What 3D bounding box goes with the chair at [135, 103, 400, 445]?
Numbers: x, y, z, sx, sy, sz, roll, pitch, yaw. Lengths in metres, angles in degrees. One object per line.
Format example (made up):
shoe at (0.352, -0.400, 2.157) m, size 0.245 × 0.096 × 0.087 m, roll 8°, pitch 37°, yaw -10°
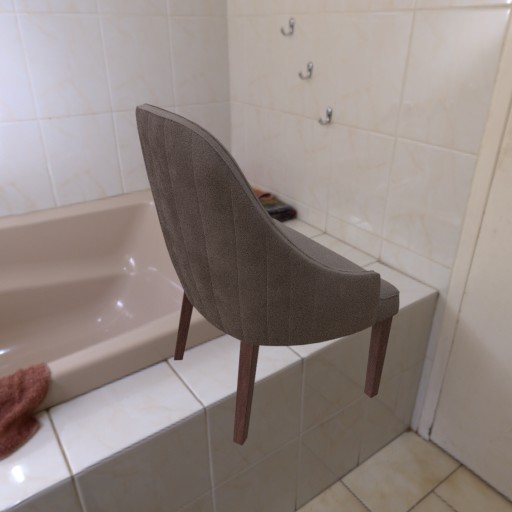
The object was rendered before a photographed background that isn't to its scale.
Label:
chair at (0.000, 0.000, 1.311) m, size 0.575 × 0.889 × 0.643 m, roll -16°, pitch 31°, yaw -29°
